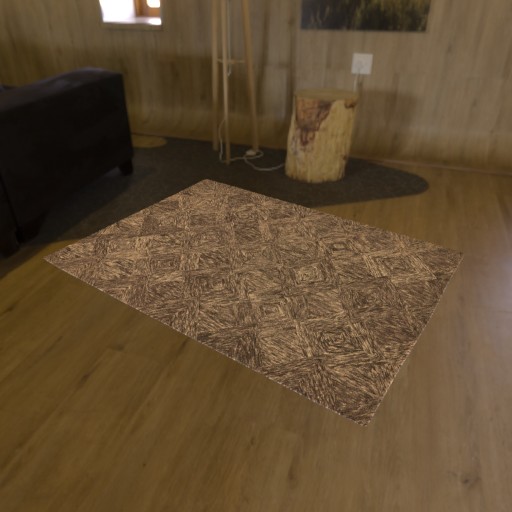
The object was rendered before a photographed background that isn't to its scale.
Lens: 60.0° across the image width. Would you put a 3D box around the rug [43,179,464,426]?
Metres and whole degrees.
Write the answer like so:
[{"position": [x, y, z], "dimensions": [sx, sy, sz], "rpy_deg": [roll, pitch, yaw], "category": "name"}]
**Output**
[{"position": [0.000, 0.000, 5.280], "dimensions": [4.093, 0.020, 2.997], "rpy_deg": [20, 37, 29], "category": "rug"}]
